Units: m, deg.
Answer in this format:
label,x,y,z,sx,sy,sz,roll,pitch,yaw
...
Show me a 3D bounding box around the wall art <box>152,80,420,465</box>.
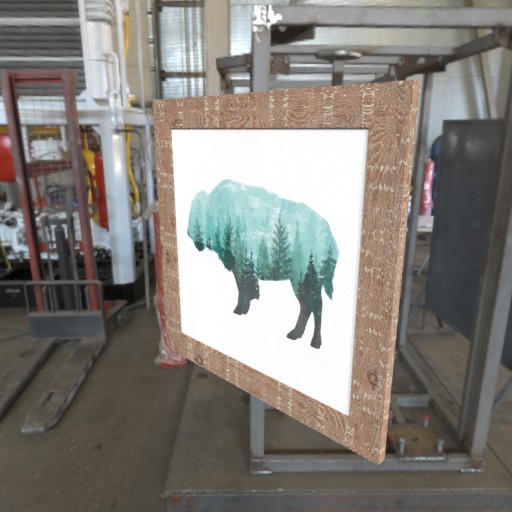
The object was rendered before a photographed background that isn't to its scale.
label,x,y,z,sx,sy,sz,roll,pitch,yaw
wall art,0.000,0.000,0.550,0.380,0.380,0.022,15,22,42
